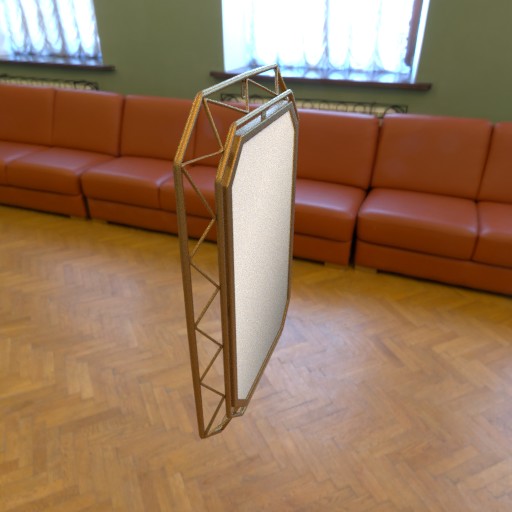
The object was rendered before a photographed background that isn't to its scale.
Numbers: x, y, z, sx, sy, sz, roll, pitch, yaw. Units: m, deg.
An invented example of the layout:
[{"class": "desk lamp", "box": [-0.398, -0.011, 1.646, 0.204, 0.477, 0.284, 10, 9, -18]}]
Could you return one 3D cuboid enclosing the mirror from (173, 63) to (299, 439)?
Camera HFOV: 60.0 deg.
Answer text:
[{"class": "mirror", "box": [0.000, 0.000, 0.735, 0.042, 0.566, 0.417, 10, 32, 17]}]
